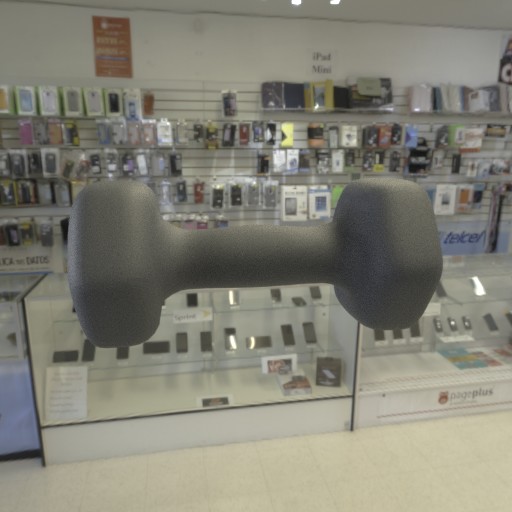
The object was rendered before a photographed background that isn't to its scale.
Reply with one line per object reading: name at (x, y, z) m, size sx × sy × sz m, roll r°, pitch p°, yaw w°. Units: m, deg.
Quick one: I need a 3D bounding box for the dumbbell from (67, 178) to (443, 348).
dumbbell at (0.000, 0.000, 0.310) m, size 0.240 × 0.105 × 0.116 m, roll -2°, pitch 14°, yaw -8°
